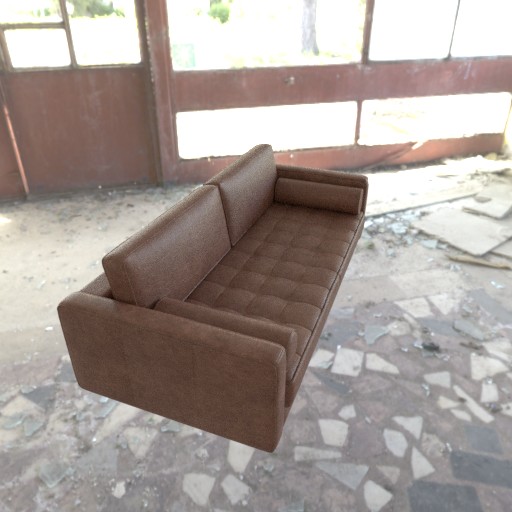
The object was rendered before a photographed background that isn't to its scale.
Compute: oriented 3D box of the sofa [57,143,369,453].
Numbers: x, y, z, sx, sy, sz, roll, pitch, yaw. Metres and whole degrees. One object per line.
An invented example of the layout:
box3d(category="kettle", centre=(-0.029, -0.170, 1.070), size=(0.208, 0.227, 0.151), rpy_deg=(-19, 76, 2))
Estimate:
box3d(category="sofa", centre=(0.000, 0.000, 2.352), size=(0.910, 0.760, 1.870), rpy_deg=(11, 32, 18))
